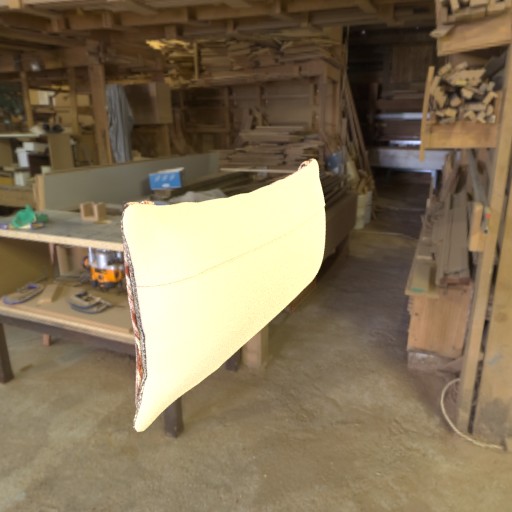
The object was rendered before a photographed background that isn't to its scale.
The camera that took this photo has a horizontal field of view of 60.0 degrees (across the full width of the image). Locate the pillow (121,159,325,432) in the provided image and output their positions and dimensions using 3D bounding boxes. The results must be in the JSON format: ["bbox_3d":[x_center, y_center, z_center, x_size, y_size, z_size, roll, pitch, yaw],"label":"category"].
[{"bbox_3d":[0.000,0.000,0.763,0.139,0.282,0.635,9,19,25],"label":"pillow"}]
